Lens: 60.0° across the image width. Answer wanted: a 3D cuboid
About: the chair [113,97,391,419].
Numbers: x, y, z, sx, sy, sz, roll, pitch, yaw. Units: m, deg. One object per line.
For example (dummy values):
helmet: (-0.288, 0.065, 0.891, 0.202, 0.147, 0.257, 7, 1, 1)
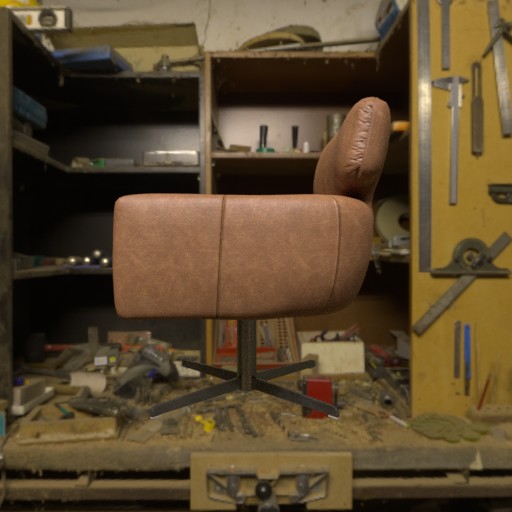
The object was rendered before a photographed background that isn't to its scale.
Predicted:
chair: (0.000, 0.000, 1.348, 0.715, 0.812, 0.706, 0, 1, 0)
